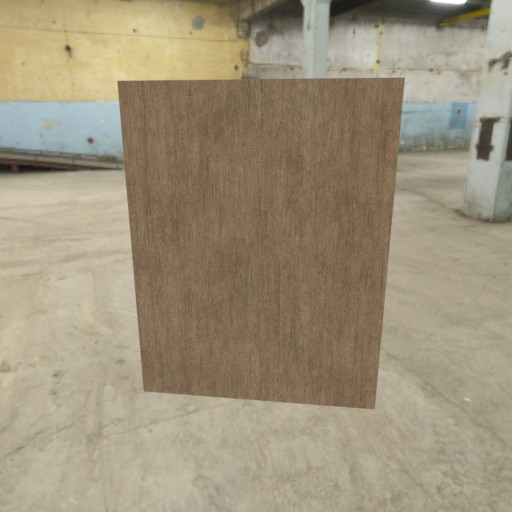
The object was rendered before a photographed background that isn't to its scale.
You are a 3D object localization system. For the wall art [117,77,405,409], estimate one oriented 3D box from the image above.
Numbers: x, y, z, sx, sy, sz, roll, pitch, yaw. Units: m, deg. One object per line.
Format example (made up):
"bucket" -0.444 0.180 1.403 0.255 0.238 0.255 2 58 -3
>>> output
"wall art" 0.000 0.000 0.924 0.534 0.686 0.018 2 17 7
